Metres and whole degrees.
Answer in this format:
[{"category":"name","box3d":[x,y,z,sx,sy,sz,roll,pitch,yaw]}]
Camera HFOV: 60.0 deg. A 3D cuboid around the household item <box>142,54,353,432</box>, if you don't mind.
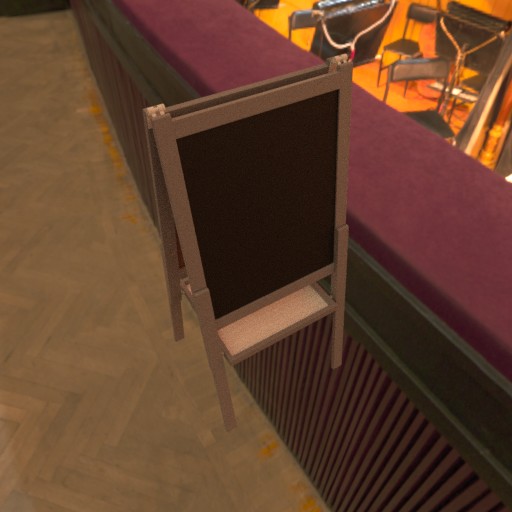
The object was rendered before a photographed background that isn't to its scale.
[{"category":"household item","box3d":[0.000,0.000,1.435,0.531,1.172,0.469,-24,51,-21]}]
